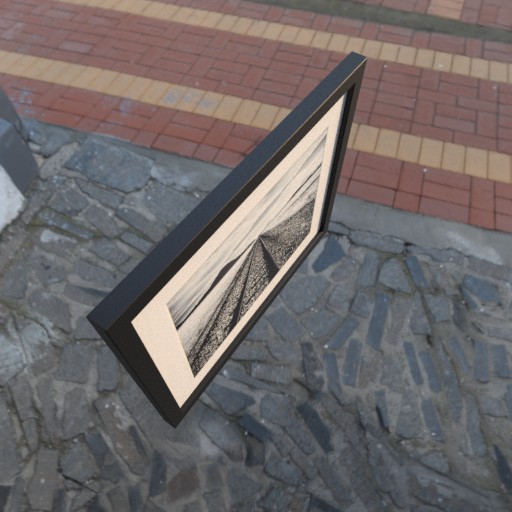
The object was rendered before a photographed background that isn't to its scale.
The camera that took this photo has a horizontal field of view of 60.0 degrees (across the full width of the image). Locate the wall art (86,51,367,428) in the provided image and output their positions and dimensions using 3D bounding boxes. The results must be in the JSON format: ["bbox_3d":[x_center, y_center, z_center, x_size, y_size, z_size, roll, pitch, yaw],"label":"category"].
[{"bbox_3d":[0.000,0.000,0.761,0.029,0.458,0.559,31,62,18],"label":"wall art"}]
